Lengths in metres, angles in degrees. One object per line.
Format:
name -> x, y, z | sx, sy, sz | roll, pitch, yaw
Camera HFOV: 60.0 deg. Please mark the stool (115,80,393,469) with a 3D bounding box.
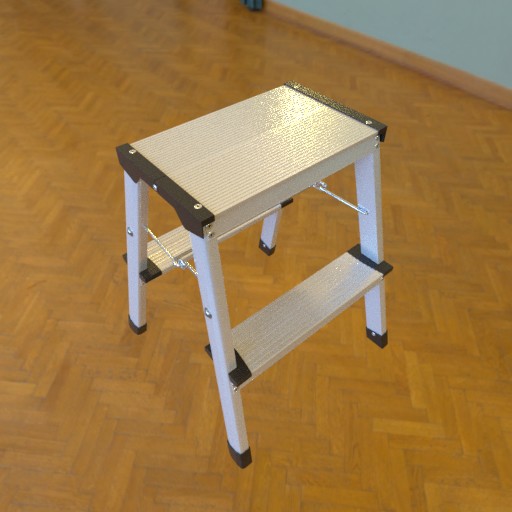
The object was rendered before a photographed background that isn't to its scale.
stool -> 0.000, 0.000, 0.794 | 0.404, 0.480, 0.405 | -31, 53, -27
